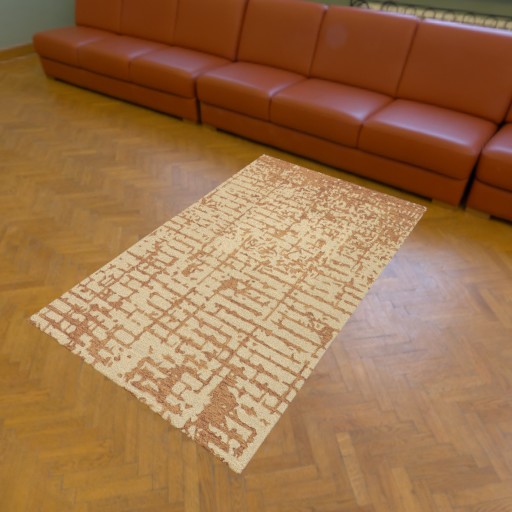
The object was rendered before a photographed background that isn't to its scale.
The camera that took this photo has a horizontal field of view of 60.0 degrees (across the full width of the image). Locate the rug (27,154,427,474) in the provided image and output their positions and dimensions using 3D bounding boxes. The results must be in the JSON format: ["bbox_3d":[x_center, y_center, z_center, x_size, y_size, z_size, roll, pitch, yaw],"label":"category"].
[{"bbox_3d":[0.000,0.000,2.971,1.517,0.011,2.435,24,46,26],"label":"rug"}]
